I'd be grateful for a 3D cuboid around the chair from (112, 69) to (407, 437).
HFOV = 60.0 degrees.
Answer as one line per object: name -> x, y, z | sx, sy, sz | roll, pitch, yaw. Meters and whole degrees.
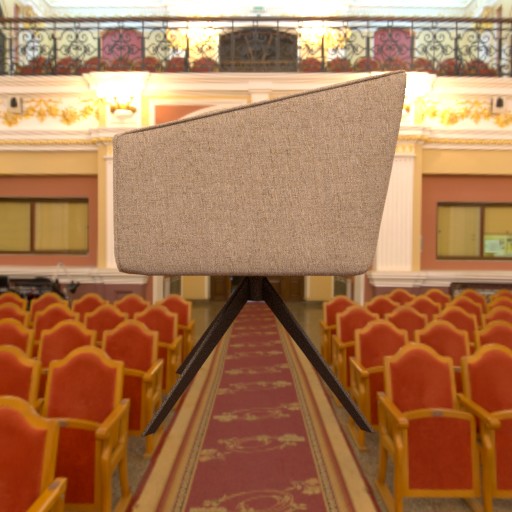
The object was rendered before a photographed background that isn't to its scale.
chair -> 0.000, 0.000, 1.195 | 0.623, 0.760, 0.628 | 0, 0, 1
